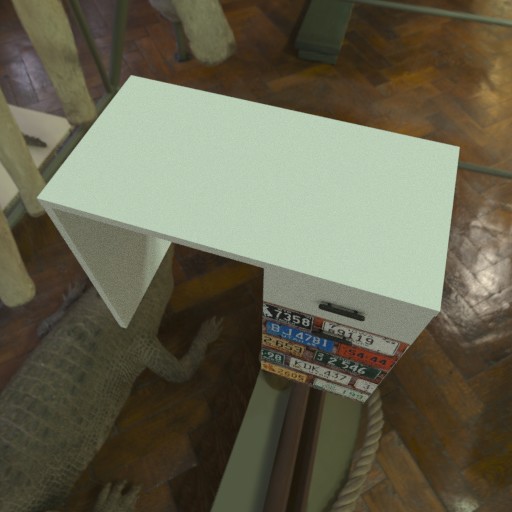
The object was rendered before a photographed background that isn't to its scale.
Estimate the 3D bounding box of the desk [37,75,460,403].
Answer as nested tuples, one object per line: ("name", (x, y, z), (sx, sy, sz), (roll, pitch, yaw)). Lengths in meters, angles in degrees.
("desk", (0.000, 0.000, 1.354), (0.898, 0.730, 0.482), (16, 59, 10))
